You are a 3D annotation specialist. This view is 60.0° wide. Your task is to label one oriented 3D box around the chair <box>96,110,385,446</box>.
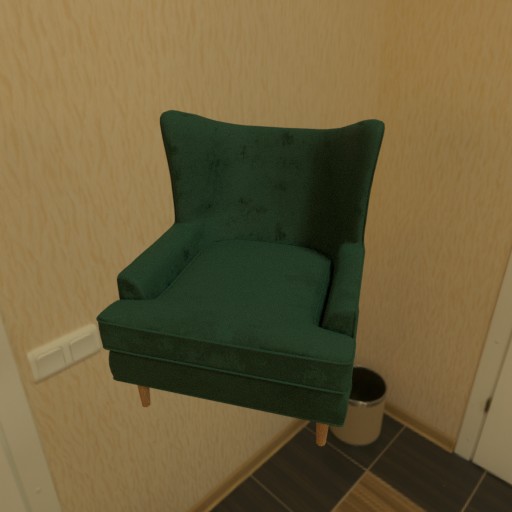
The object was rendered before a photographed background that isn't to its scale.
[{"bbox_3d":[0.000,0.000,1.618,0.793,0.952,0.910,7,28,14],"label":"chair"}]
